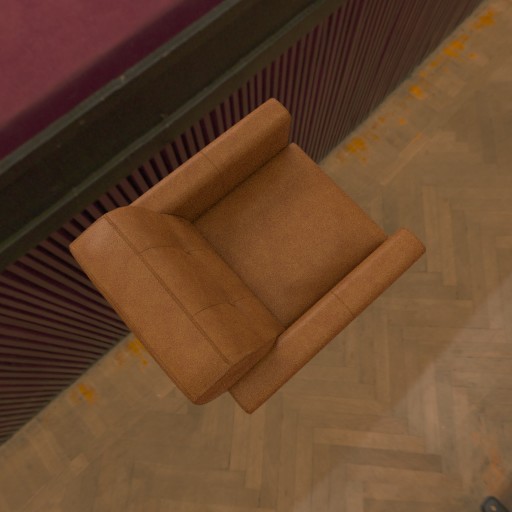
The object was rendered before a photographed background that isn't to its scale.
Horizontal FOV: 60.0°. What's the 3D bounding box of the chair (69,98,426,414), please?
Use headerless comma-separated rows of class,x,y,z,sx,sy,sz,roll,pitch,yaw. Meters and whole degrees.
chair,0.000,0.000,1.707,0.942,0.968,0.845,-40,78,-10
